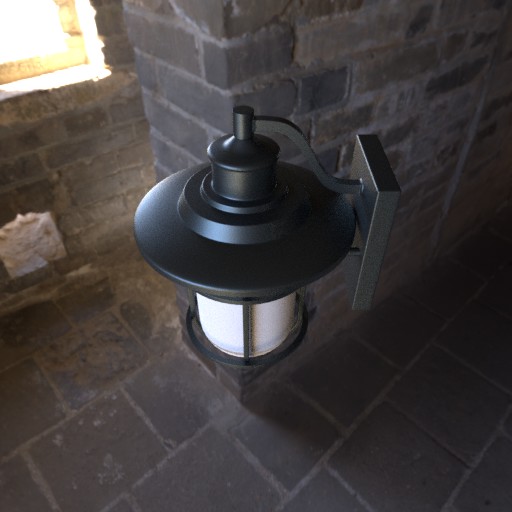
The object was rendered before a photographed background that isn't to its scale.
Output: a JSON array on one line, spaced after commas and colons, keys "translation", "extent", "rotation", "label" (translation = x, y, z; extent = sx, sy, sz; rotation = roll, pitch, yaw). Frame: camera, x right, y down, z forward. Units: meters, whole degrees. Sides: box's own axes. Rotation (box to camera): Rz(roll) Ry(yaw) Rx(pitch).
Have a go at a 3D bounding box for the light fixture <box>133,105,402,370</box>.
[{"translation": [0.000, 0.000, 0.502], "extent": [0.252, 0.345, 0.222], "rotation": [0, 42, 0], "label": "light fixture"}]
